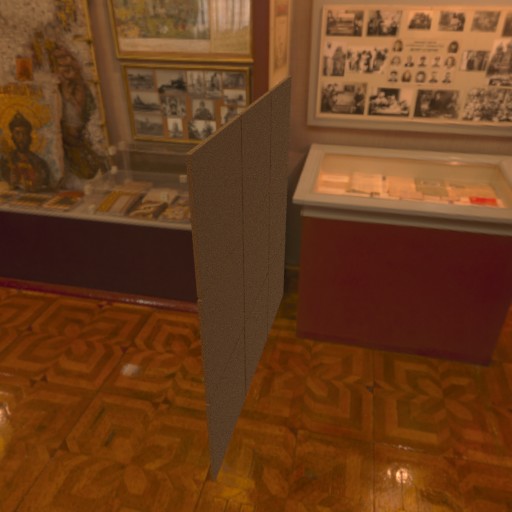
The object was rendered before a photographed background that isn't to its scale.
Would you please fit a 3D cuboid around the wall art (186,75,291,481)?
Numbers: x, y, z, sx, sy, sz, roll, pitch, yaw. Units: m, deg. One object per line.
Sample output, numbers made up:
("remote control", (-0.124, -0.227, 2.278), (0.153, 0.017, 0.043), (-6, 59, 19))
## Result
("wall art", (0.000, 0.000, 1.816), (0.013, 1.216, 1.216), (8, 31, 13))
